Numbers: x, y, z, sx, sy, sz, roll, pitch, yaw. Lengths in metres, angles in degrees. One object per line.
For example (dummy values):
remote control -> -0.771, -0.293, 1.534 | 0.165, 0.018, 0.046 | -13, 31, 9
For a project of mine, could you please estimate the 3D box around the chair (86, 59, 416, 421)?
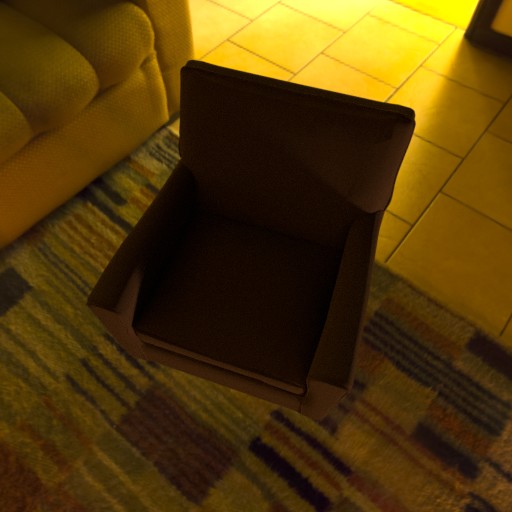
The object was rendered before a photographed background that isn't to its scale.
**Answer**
chair -> 0.000, 0.000, 1.616 | 0.836, 0.911, 0.831 | 16, 61, 9
